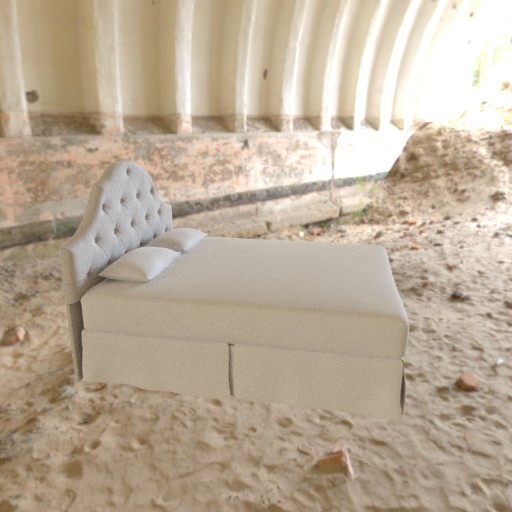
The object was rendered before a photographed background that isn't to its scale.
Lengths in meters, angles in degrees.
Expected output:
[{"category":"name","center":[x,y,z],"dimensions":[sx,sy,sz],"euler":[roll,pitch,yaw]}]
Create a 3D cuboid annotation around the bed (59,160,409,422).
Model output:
[{"category":"bed","center":[0.000,0.000,3.908],"dimensions":[2.477,1.617,2.039],"euler":[3,17,11]}]
